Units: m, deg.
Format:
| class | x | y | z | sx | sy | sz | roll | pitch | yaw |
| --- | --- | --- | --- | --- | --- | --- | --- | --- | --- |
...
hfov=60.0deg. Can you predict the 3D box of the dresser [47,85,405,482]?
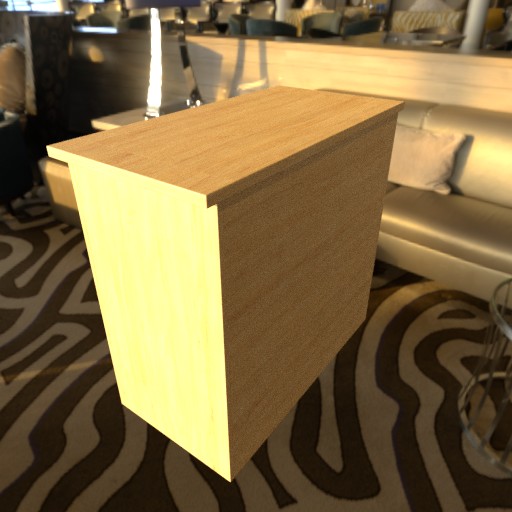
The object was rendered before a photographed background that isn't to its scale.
| class | x | y | z | sx | sy | sz | roll | pitch | yaw |
| --- | --- | --- | --- | --- | --- | --- | --- | --- | --- |
| dresser | 0.000 | 0.000 | 1.208 | 0.410 | 0.730 | 0.800 | 21 | 36 | 31 |
